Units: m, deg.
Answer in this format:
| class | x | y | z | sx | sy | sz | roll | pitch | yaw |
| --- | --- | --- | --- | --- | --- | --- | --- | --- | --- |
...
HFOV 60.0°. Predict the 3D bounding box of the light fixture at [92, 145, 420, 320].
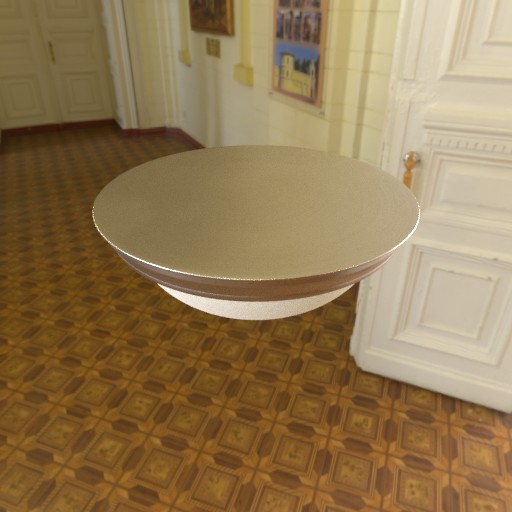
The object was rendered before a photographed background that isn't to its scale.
| class | x | y | z | sx | sy | sz | roll | pitch | yaw |
| --- | --- | --- | --- | --- | --- | --- | --- | --- | --- |
| light fixture | 0.000 | 0.000 | 0.432 | 0.280 | 0.135 | 0.280 | 0 | 31 | 0 |
